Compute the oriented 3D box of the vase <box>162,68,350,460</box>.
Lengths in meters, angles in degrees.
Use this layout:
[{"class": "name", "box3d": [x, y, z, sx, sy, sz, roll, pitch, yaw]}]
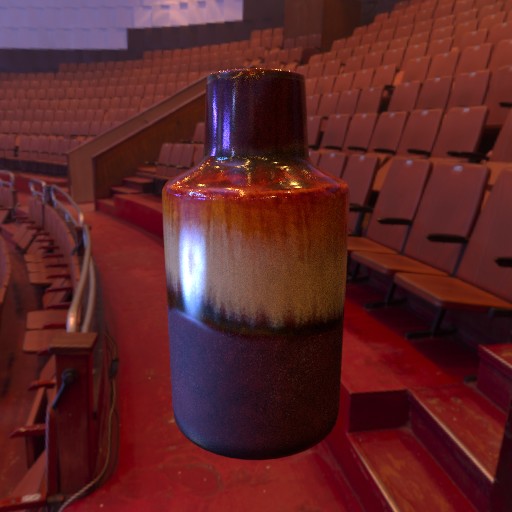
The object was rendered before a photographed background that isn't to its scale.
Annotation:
[{"class": "vase", "box3d": [0.000, 0.000, 0.268, 0.108, 0.204, 0.108, 0, 14, 0]}]
